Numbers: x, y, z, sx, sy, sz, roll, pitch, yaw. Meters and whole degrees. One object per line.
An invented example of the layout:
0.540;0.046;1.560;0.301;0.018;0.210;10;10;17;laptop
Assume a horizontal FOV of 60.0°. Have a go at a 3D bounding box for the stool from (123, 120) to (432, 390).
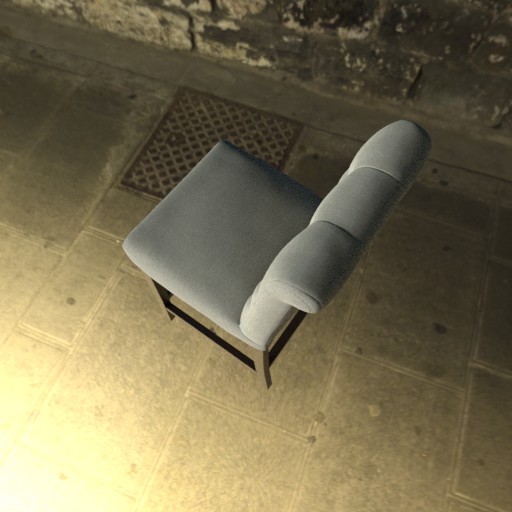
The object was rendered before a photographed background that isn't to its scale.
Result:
0.000;0.000;1.342;0.601;1.040;0.493;33;68;15;stool
